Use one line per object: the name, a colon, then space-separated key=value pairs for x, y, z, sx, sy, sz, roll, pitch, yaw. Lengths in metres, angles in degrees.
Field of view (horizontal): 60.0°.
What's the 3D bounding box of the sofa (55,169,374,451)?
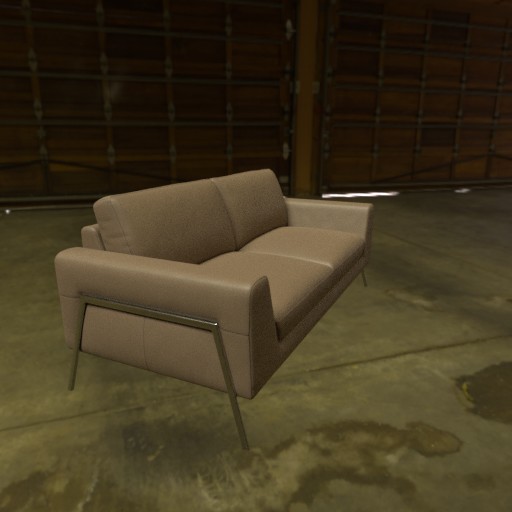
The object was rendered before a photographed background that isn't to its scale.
sofa: x=0.000 y=0.000 z=2.581 sx=0.953 sy=0.875 sz=2.017 roll=7 pitch=17 yaw=25
